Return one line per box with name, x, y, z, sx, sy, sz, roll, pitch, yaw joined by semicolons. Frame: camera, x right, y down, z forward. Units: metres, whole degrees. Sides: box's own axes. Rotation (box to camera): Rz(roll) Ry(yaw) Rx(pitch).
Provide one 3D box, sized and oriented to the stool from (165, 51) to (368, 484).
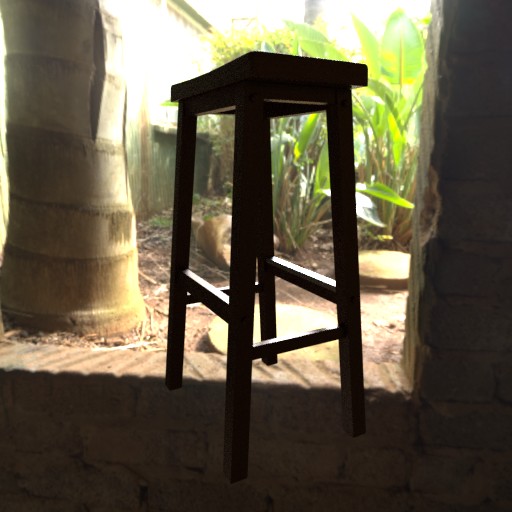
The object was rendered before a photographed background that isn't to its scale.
stool;0.000;0.000;0.974;0.322;0.742;0.406;-7;15;-27
